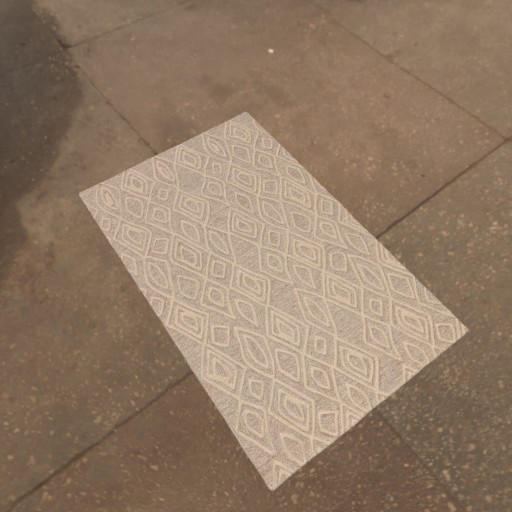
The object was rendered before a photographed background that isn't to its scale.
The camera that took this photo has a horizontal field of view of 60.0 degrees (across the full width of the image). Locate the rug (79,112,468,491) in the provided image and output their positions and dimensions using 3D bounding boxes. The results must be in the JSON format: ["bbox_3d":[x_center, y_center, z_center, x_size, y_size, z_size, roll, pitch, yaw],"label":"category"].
[{"bbox_3d":[0.000,0.000,3.049,1.546,0.010,2.442,-32,64,-17],"label":"rug"}]
